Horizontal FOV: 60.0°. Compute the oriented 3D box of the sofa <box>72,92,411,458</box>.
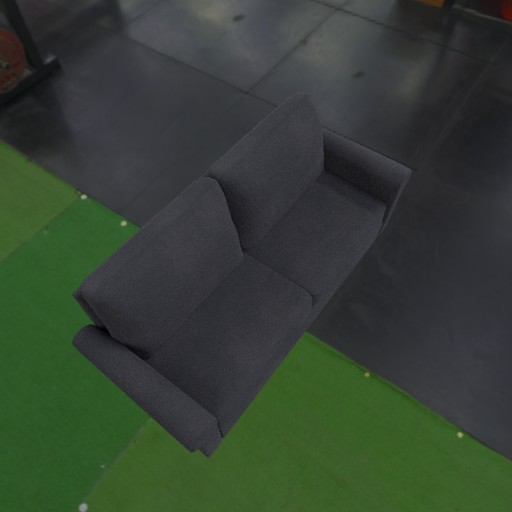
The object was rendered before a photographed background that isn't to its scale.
[{"bbox_3d":[0.000,0.000,2.443,0.842,0.942,1.935,33,63,19],"label":"sofa"}]
